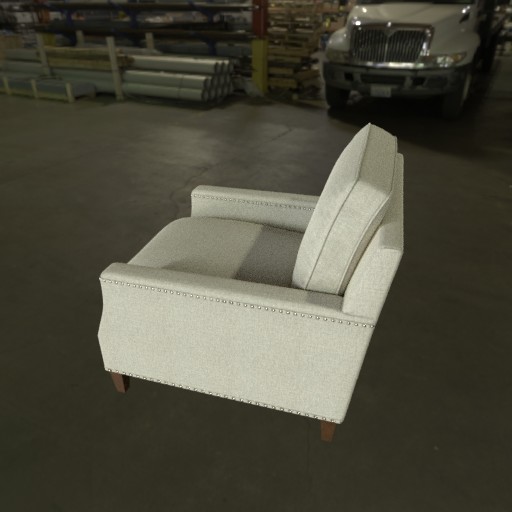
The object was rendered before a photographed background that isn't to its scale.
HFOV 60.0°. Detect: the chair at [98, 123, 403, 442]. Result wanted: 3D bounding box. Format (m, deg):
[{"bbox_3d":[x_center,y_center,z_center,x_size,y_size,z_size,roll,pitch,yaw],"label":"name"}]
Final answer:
[{"bbox_3d":[0.000,0.000,1.746,1.014,0.943,0.853,8,31,14],"label":"chair"}]
